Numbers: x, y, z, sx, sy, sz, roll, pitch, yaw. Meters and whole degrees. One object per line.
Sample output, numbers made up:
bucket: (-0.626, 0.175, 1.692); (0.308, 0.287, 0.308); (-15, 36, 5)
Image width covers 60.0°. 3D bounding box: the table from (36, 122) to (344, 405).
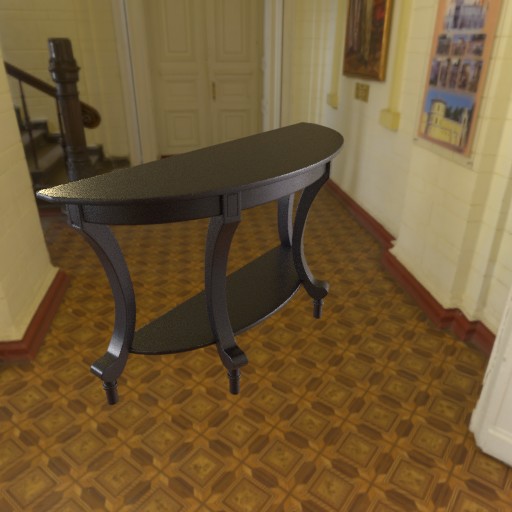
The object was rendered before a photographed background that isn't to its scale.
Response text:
table: (0.000, 0.000, 1.516); (0.394, 0.692, 1.198); (18, 32, 32)
